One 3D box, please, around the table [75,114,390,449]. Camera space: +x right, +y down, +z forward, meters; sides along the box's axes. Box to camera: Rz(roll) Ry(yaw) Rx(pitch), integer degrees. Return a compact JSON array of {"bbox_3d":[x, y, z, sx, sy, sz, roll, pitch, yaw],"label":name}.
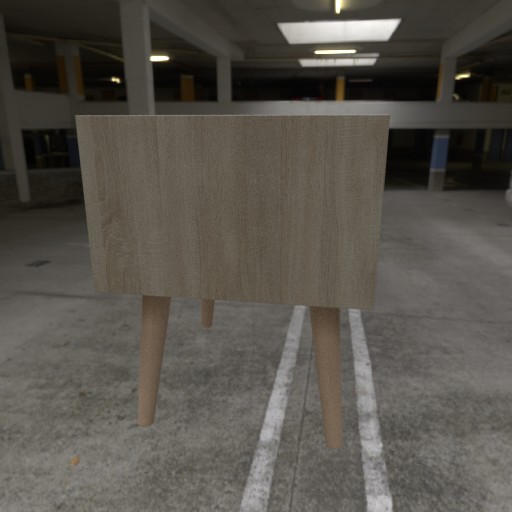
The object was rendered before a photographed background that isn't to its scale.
[{"bbox_3d":[0.000,0.000,0.789,0.370,0.470,0.450,3,17,9],"label":"table"}]
